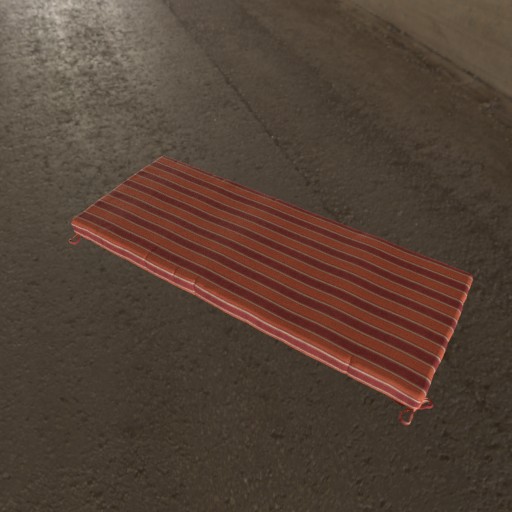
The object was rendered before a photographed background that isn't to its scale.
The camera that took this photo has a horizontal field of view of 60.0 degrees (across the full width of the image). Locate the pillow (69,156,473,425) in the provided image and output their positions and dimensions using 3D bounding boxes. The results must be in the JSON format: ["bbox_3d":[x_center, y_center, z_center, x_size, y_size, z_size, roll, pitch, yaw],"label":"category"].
[{"bbox_3d":[0.000,0.000,1.332,1.187,0.081,0.492,24,50,22],"label":"pillow"}]
